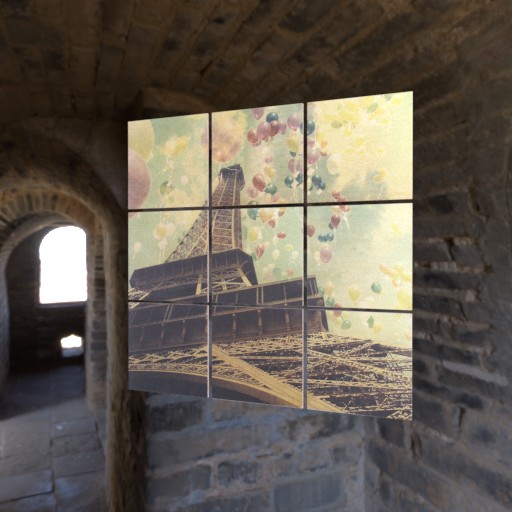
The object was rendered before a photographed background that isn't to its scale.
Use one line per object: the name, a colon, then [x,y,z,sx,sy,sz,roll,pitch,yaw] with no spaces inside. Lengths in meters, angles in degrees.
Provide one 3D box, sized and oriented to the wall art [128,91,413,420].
wall art: [0.000,0.000,1.834,1.219,1.218,0.013,0,0,18]
